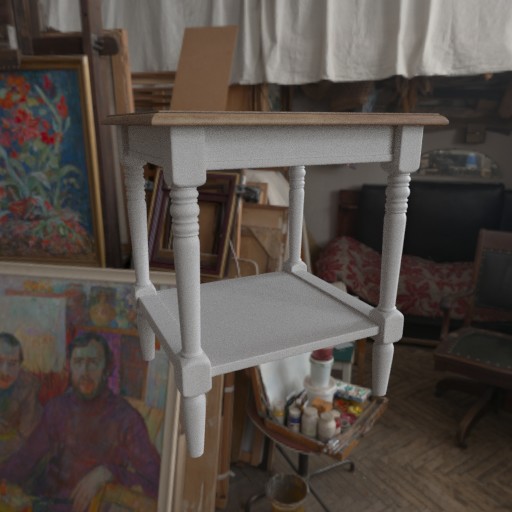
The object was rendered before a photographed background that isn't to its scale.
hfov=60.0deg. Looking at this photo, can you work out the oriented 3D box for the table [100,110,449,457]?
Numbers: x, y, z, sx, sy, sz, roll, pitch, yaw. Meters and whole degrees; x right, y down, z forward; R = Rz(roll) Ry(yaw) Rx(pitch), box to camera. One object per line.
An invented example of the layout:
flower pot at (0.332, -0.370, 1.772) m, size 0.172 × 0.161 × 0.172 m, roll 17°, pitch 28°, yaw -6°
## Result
table at (0.000, 0.000, 0.922) m, size 0.508 × 0.561 × 0.457 m, roll -8°, pitch 19°, yaw -25°
